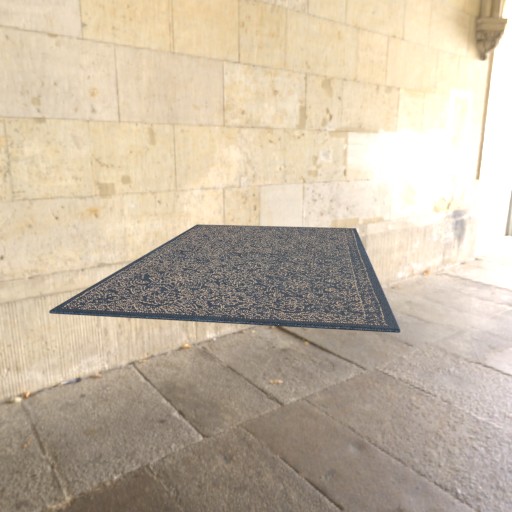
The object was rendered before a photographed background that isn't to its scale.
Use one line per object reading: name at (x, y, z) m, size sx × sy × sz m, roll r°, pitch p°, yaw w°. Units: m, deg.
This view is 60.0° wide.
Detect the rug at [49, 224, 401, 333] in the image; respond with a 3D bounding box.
rug at (0.000, 0.000, 3.054) m, size 1.526 × 0.015 × 2.441 m, roll 2°, pitch 13°, yaw 8°
